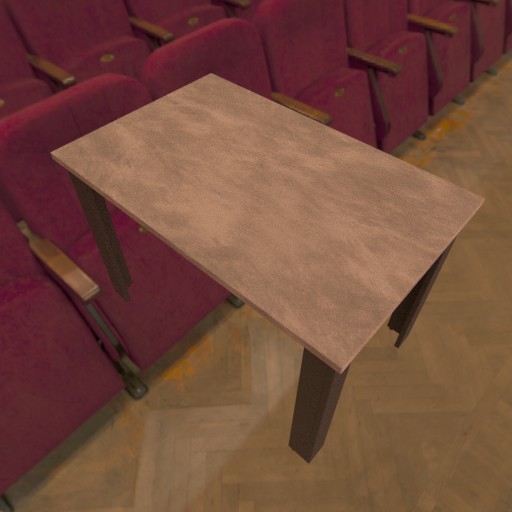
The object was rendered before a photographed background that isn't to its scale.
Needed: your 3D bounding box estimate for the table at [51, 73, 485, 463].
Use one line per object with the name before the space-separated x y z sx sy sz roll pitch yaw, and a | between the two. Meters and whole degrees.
table | 0.000 0.000 1.587 1.100 0.734 0.700 34 57 26
